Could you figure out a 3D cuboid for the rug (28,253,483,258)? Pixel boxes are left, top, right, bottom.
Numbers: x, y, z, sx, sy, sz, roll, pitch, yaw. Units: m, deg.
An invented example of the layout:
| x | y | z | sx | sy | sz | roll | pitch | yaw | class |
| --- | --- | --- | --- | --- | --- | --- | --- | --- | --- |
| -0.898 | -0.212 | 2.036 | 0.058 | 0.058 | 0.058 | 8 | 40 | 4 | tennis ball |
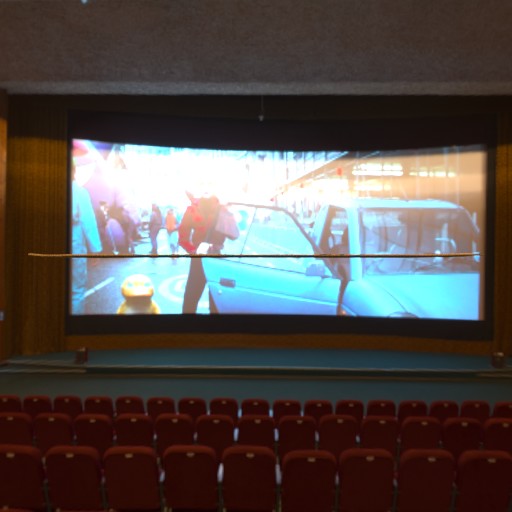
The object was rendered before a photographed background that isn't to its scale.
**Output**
| x | y | z | sx | sy | sz | roll | pitch | yaw | class |
| --- | --- | --- | --- | --- | --- | --- | --- | --- | --- |
| 0.000 | 0.000 | 2.571 | 2.301 | 0.017 | 0.692 | 0 | -1 | 0 | rug |
